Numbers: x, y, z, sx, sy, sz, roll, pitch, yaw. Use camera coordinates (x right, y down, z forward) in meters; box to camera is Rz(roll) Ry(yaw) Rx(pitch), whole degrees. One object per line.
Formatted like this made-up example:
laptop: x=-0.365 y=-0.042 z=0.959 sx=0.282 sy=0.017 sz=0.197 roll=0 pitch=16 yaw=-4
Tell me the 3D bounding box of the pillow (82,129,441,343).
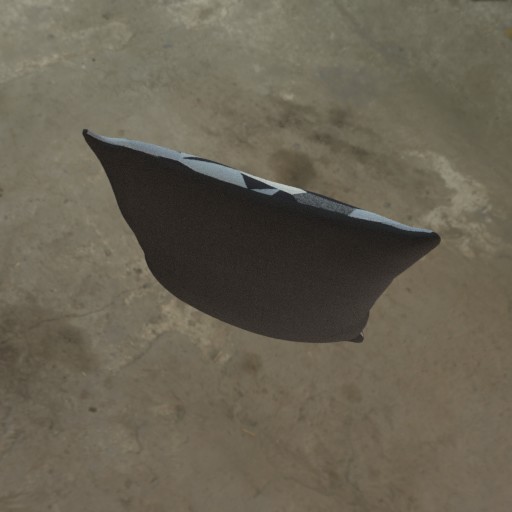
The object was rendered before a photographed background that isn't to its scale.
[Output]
pillow: x=0.000 y=0.000 z=0.787 sx=0.503 sy=0.496 sz=0.208 roll=19 pitch=67 yaw=8
